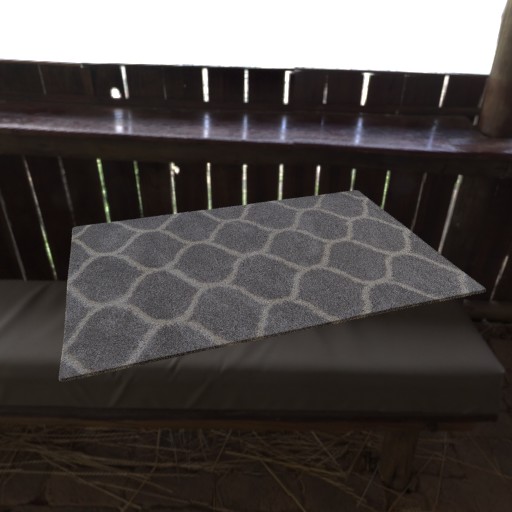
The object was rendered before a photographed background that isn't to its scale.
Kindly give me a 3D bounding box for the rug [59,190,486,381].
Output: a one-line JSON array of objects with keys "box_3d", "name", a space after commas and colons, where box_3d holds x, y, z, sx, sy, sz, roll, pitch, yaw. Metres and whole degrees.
[{"box_3d": [0.000, 0.000, 3.372, 2.701, 0.026, 1.801, -9, 32, -15], "name": "rug"}]
